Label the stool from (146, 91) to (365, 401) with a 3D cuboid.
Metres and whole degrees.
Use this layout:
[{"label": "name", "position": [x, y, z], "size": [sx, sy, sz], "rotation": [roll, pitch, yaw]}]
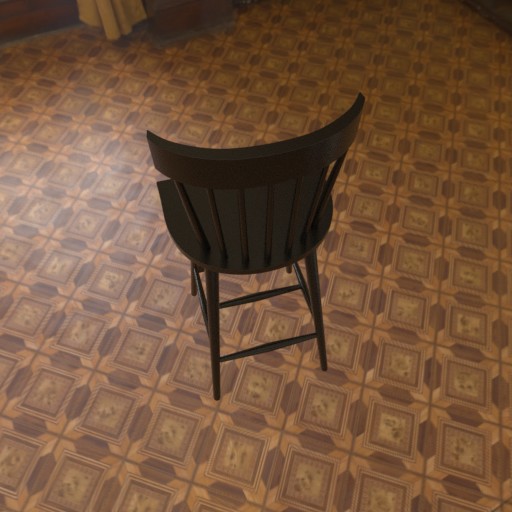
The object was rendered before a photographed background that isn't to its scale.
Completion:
[{"label": "stool", "position": [0.000, 0.000, 1.345], "size": [0.482, 1.092, 0.483], "rotation": [-13, 58, -8]}]
